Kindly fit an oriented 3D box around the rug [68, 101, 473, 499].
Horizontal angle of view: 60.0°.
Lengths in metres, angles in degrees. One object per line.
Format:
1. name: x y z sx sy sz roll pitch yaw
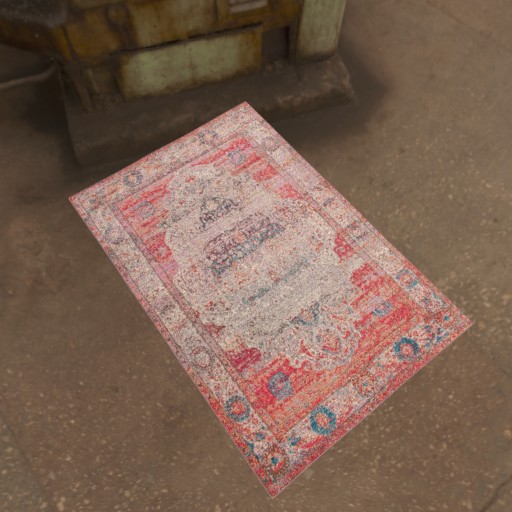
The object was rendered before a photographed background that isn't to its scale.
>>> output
1. rug: 0.000 0.000 2.277 1.219 0.006 1.829 -34 67 -16
